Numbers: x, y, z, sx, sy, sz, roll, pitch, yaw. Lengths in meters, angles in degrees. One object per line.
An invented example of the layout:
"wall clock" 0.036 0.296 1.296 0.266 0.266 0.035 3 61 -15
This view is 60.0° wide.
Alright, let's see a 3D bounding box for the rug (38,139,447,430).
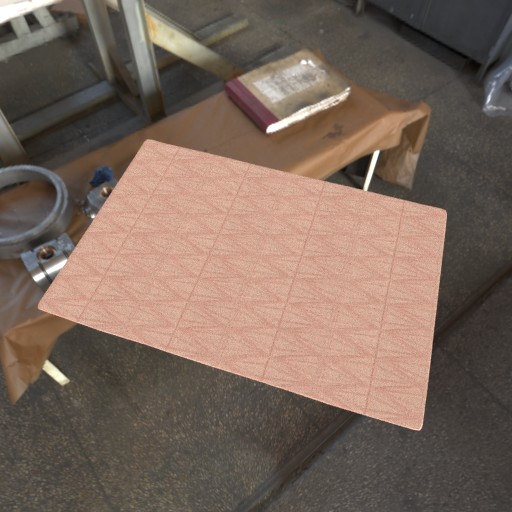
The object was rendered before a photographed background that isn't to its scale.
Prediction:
"rug" 0.000 0.000 2.987 2.390 0.015 1.609 15 59 10
